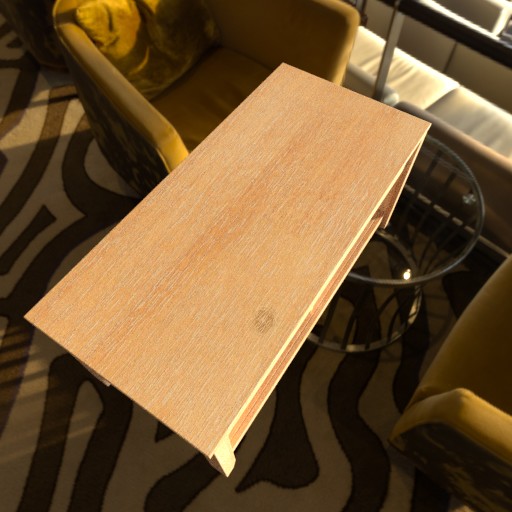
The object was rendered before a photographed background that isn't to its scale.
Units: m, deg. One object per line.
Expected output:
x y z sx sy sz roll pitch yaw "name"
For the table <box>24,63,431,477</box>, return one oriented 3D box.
0.000 0.000 1.264 0.483 0.457 1.016 30 63 17 "table"
